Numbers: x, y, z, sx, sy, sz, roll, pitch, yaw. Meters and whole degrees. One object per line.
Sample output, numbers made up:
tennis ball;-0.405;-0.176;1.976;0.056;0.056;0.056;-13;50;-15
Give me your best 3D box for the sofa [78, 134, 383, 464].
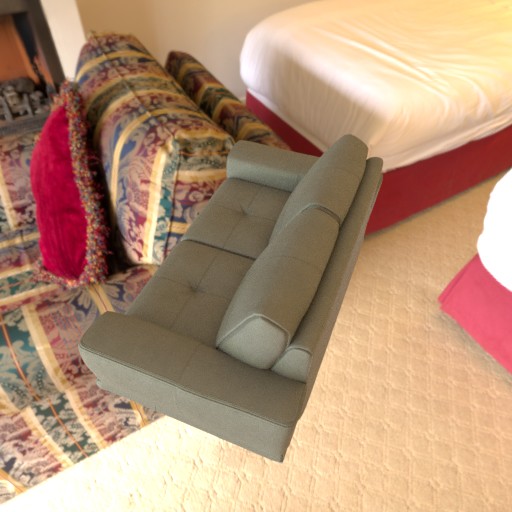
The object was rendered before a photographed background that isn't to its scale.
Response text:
sofa;0.000;0.000;2.416;1.018;0.907;1.806;17;49;15
